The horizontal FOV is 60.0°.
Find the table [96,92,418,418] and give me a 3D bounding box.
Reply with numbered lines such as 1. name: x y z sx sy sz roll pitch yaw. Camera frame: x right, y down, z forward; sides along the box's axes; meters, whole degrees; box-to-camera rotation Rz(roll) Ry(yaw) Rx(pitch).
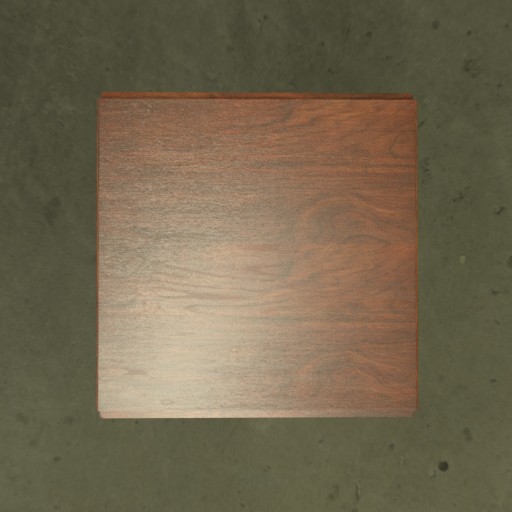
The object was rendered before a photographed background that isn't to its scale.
1. table: 0.000 0.000 1.497 0.812 0.763 0.843 0 89 -1
